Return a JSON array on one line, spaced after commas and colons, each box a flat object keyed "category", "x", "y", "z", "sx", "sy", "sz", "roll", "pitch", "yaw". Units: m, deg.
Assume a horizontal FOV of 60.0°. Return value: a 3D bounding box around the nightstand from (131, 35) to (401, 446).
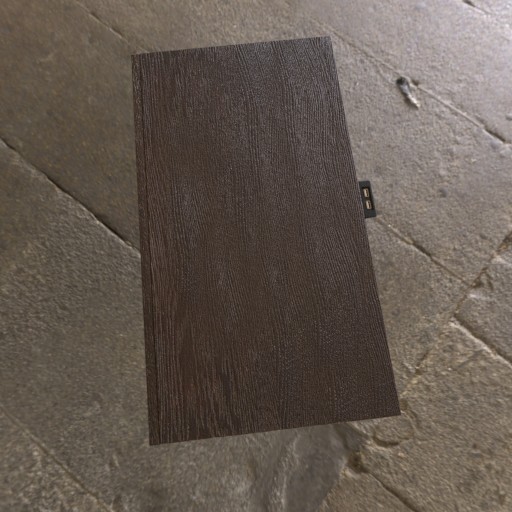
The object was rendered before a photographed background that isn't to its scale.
[{"category": "nightstand", "x": 0.000, "y": 0.000, "z": 1.139, "sx": 0.457, "sy": 0.612, "sz": 0.775, "roll": -6, "pitch": 75, "yaw": -2}]
